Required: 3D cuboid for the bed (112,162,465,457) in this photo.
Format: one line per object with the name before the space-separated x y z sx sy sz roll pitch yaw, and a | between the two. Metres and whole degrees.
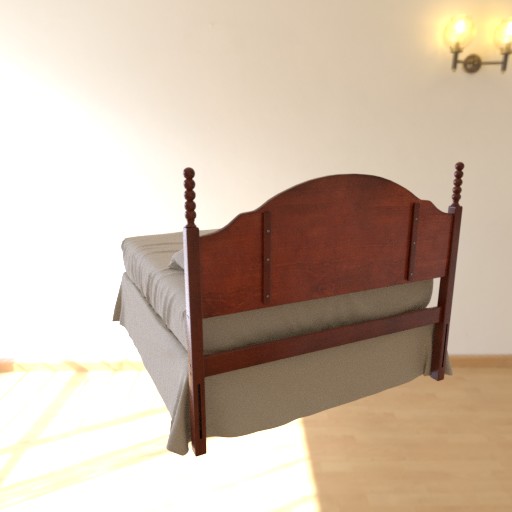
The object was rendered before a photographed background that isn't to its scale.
bed | 0.000 0.000 3.183 1.873 1.356 2.040 -7 15 -25
